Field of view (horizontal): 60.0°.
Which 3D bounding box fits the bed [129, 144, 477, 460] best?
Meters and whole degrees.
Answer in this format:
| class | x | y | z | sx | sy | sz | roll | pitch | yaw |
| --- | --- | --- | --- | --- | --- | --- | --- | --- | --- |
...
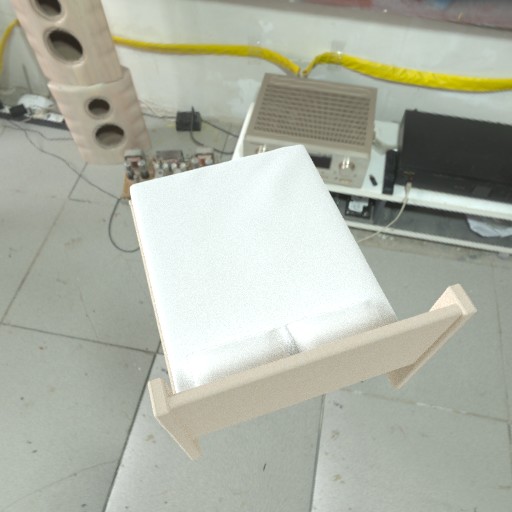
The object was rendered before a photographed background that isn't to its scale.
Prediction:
| class | x | y | z | sx | sy | sz | roll | pitch | yaw |
| --- | --- | --- | --- | --- | --- | --- | --- | --- | --- |
| bed | 0.000 | 0.000 | 3.443 | 1.778 | 1.471 | 2.293 | -16 | 59 | -10 |
